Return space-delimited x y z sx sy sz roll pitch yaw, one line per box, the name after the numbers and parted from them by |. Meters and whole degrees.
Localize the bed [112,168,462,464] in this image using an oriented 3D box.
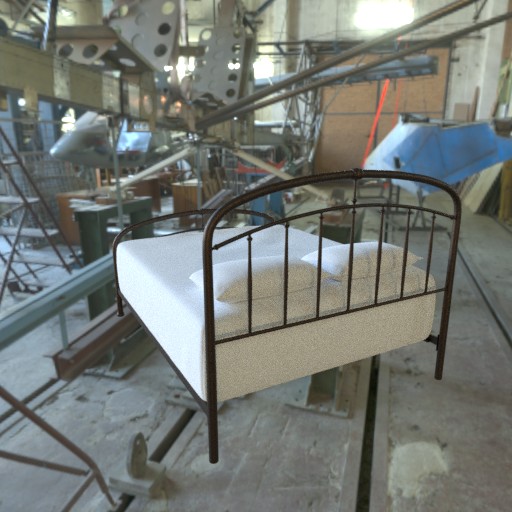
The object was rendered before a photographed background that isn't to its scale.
0.000 0.000 3.328 1.711 1.425 2.180 -8 17 -28 | bed
